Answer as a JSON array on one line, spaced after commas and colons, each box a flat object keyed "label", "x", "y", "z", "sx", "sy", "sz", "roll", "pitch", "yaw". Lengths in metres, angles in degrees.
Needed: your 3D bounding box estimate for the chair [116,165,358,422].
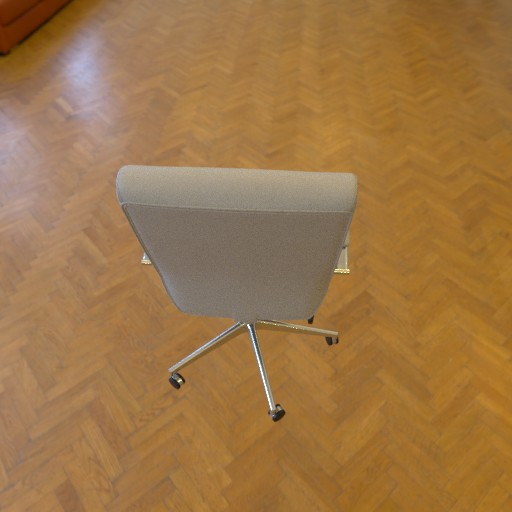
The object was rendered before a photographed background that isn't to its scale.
[{"label": "chair", "x": 0.000, "y": 0.000, "z": 1.593, "sx": 0.727, "sy": 1.099, "sz": 0.745, "roll": 3, "pitch": 46, "yaw": 3}]
